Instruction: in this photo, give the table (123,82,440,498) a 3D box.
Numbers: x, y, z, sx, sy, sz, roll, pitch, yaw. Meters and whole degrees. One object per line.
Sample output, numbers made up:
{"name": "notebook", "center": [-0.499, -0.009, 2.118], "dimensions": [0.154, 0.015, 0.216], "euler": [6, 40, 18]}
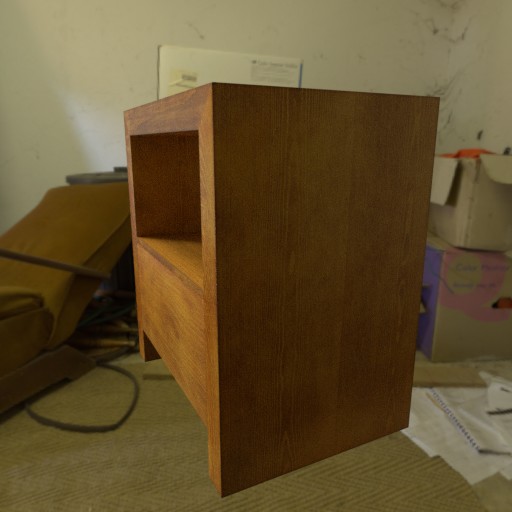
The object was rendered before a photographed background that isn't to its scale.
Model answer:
{"name": "table", "center": [0.000, 0.000, 0.937], "dimensions": [0.400, 0.605, 0.550], "euler": [-7, 16, -26]}
